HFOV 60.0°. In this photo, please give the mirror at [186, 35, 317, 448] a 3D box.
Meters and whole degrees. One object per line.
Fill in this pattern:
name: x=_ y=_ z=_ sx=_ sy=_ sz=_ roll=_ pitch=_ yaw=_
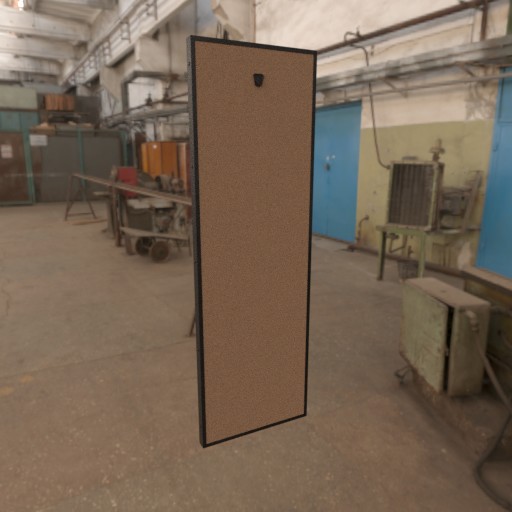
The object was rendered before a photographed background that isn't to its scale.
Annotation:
mirror: x=0.000 y=0.000 z=1.218 sx=0.354 sy=1.080 sz=0.042 roll=-7 pitch=15 yaw=-27
